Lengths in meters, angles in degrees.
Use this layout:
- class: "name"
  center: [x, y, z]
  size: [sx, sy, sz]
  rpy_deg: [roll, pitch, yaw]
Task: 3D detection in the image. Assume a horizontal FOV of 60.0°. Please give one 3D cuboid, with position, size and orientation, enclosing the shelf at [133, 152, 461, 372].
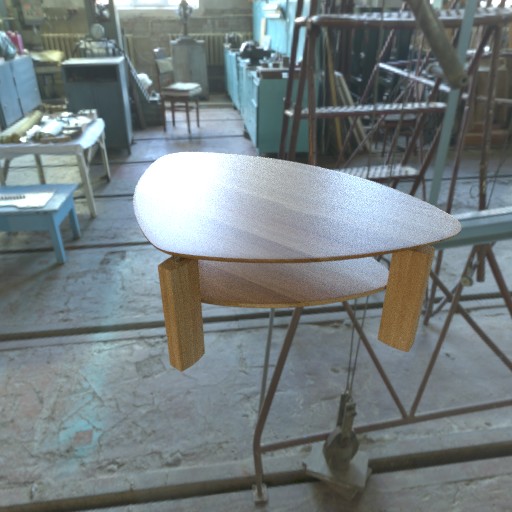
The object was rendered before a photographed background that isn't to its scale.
- class: "shelf"
  center: [0.000, 0.000, 1.611]
  size: [1.240, 0.439, 0.863]
  rpy_deg: [20, 35, 32]
